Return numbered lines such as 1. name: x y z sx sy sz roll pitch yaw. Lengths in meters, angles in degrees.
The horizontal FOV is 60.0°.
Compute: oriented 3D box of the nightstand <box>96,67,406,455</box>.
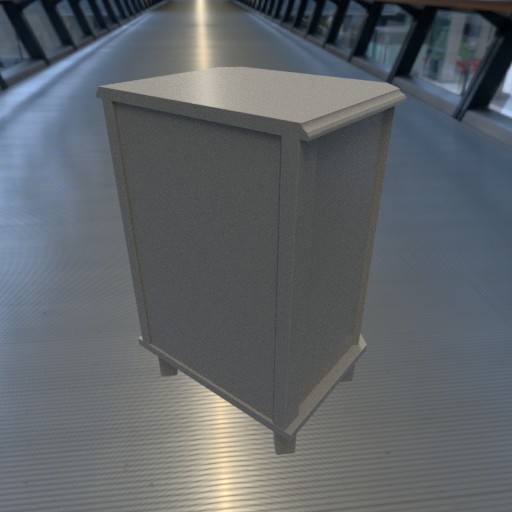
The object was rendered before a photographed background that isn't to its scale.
1. nightstand: 0.000 0.000 0.935 0.435 0.680 0.348 22 37 32
